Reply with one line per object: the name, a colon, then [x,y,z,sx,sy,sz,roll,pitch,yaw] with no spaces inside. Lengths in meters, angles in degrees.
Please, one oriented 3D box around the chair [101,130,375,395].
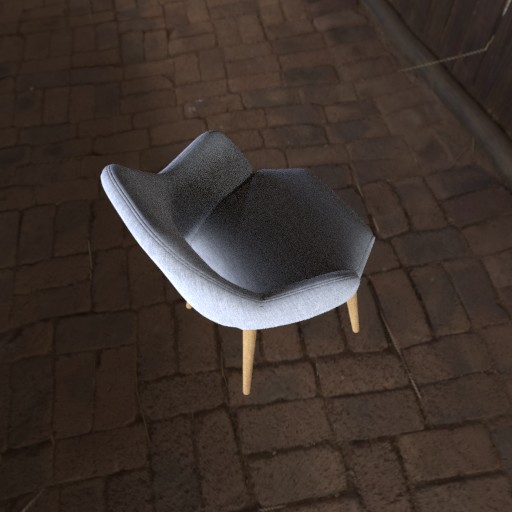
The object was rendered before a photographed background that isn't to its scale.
chair: [0.000,0.000,1.243,0.610,0.840,0.590,-29,61,-18]
